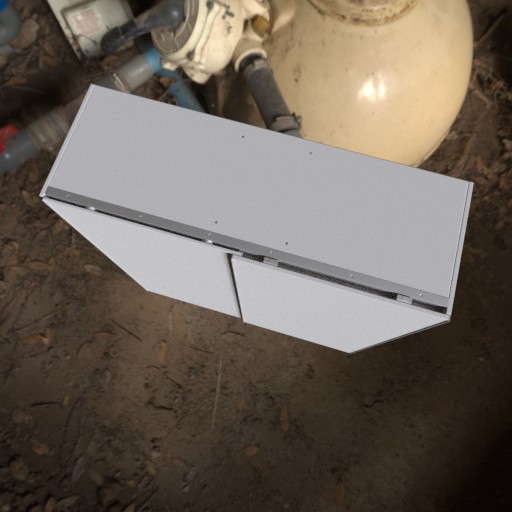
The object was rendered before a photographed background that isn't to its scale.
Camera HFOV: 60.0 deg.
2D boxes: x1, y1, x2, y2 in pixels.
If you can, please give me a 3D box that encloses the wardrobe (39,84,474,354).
[{"bbox_3d":[0.000,0.000,2.840,1.780,1.960,0.629,16,74,4],"label":"wardrobe"}]
